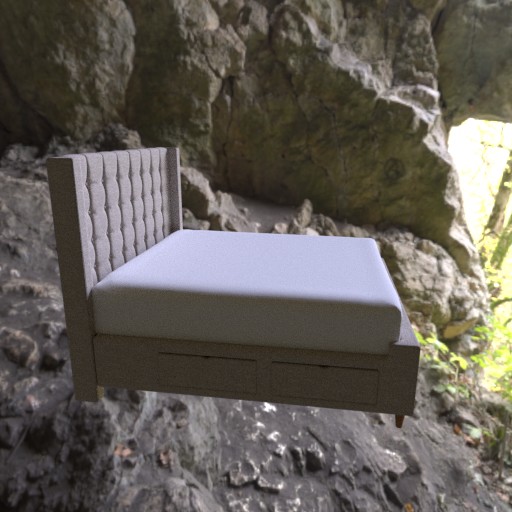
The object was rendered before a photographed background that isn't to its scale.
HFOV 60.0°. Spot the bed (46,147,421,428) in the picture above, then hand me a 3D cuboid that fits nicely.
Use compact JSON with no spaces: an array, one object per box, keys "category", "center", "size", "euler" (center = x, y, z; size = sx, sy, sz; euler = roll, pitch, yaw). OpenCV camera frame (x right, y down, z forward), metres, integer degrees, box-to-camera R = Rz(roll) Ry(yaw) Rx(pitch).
[{"category":"bed","center":[0.000,0.000,3.785],"size":[2.372,1.748,2.044],"euler":[2,16,9]}]
